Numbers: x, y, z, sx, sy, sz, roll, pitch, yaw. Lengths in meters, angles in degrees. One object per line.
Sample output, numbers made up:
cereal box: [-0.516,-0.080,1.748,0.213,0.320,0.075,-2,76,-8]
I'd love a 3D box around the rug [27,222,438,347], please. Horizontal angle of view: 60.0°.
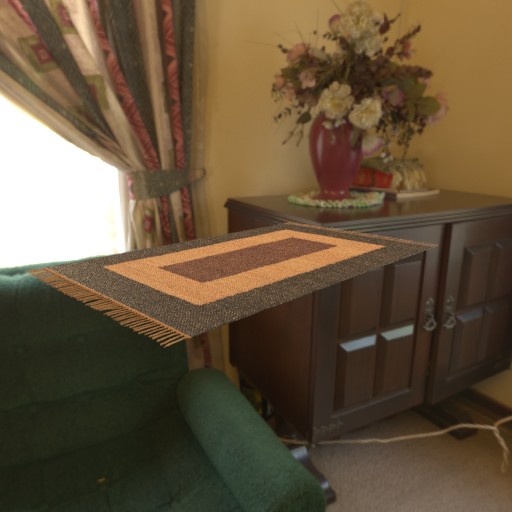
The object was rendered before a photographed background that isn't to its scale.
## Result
rug: [0.000,0.000,1.867,0.920,0.013,1.541,13,19,43]
